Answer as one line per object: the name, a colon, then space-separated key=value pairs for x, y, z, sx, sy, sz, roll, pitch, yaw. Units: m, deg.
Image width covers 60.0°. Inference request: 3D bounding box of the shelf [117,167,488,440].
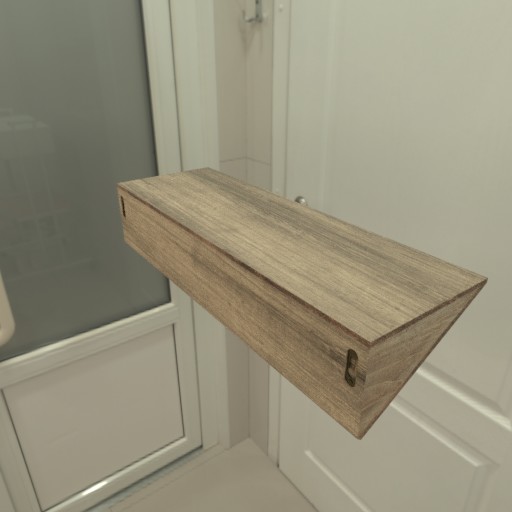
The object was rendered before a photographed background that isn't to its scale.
shelf: x=0.000 y=0.000 z=0.694 sx=0.200 sy=0.125 sz=0.610 roll=-18 pitch=31 yaw=-32
